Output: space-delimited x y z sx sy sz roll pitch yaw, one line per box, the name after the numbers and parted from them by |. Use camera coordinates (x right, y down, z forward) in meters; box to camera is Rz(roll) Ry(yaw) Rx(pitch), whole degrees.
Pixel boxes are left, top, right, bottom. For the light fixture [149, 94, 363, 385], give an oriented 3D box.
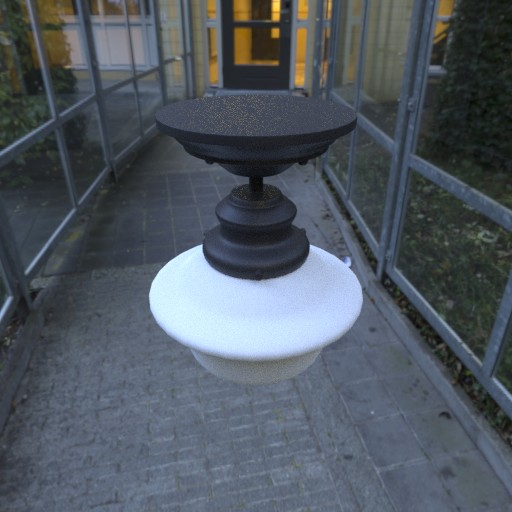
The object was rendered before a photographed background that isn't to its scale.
0.000 0.000 0.401 0.197 0.254 0.197 0 29 0 | light fixture
